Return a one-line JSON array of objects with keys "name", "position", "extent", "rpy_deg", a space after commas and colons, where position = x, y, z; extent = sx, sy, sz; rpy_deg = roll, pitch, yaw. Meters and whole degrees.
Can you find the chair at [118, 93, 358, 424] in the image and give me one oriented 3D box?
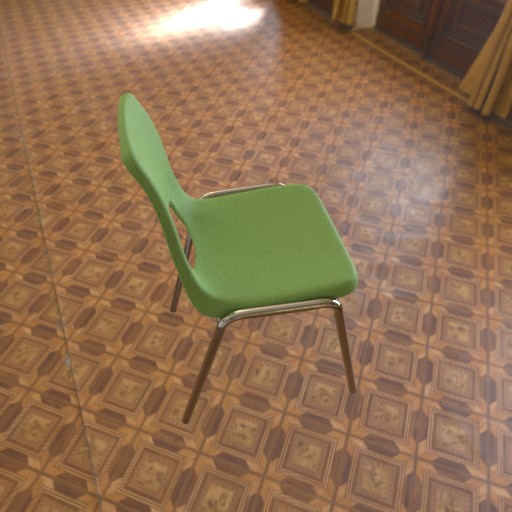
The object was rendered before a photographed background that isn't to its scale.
[{"name": "chair", "position": [0.000, 0.000, 0.953], "extent": [0.436, 0.704, 0.381], "rpy_deg": [-9, 47, -9]}]
